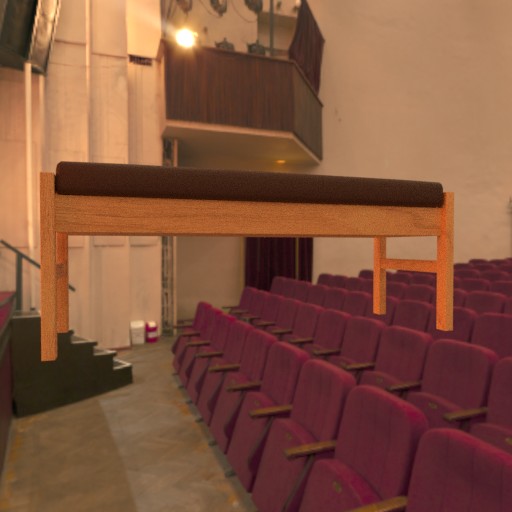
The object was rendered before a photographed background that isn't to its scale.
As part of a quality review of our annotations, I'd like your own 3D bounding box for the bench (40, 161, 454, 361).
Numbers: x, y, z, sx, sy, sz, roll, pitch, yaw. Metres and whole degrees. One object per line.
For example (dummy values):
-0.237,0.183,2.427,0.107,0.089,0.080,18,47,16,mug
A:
0.000,0.000,1.419,1.200,0.480,0.405,0,1,-19,bench
